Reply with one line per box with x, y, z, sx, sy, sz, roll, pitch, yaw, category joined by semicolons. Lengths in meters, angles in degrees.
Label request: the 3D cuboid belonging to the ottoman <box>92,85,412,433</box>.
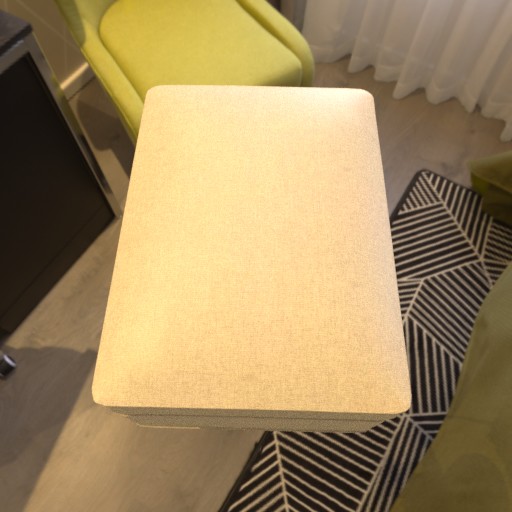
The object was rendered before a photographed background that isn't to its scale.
0.000;0.000;1.189;0.619;0.504;0.843;1;63;1;ottoman
